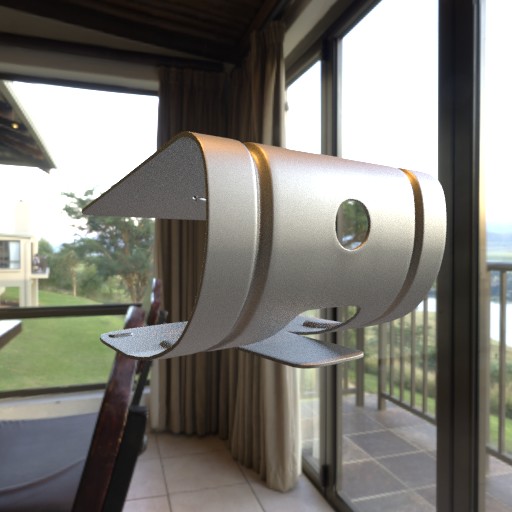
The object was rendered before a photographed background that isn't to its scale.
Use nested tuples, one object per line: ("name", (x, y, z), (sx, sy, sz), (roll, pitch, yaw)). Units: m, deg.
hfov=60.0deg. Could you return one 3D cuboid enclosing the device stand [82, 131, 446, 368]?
("device stand", (0.000, 0.000, 0.410), (0.256, 0.155, 0.236), (-1, 1, -36))
